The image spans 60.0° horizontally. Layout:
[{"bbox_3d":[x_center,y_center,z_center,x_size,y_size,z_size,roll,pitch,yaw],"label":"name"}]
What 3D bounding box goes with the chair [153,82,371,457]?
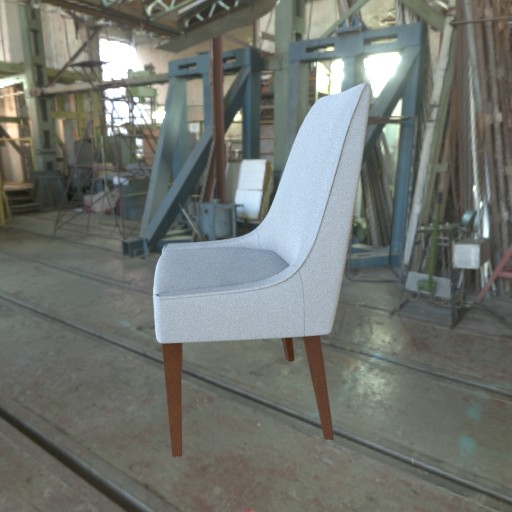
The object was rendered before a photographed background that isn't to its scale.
[{"bbox_3d":[0.000,0.000,1.209,0.544,0.861,0.529,-2,14,-9],"label":"chair"}]
